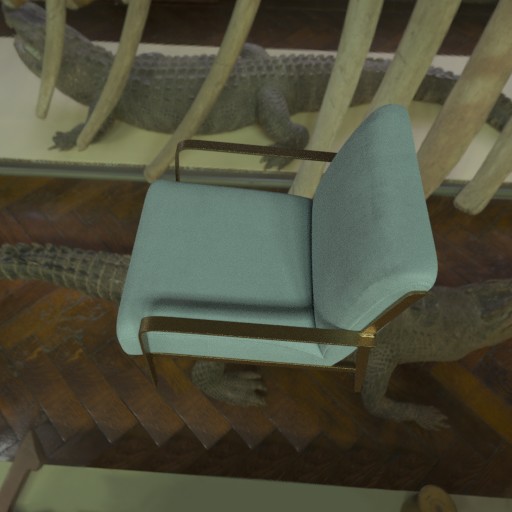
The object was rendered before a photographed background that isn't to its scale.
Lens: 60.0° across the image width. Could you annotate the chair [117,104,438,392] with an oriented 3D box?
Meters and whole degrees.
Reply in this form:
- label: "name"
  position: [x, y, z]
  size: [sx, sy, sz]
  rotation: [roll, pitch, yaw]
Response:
- label: "chair"
  position: [0.000, 0.000, 1.474]
  size: [0.842, 0.824, 0.701]
  rotation: [2, 58, 2]
